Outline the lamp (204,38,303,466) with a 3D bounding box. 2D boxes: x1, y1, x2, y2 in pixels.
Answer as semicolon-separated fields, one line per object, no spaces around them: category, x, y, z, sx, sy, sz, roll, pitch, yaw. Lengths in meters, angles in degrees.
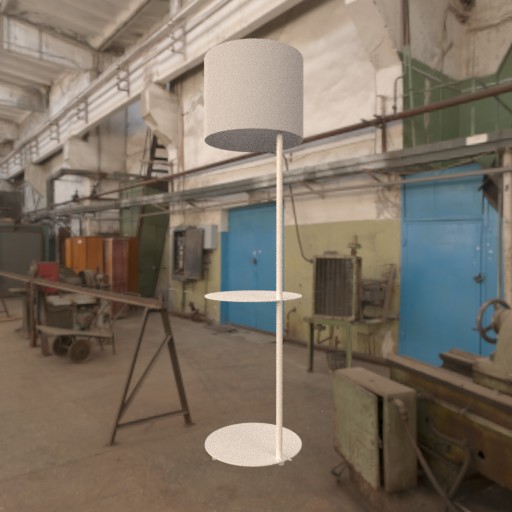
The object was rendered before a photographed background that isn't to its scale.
lamp;0.000;0.000;1.674;0.372;1.465;0.405;-1;1;-36
